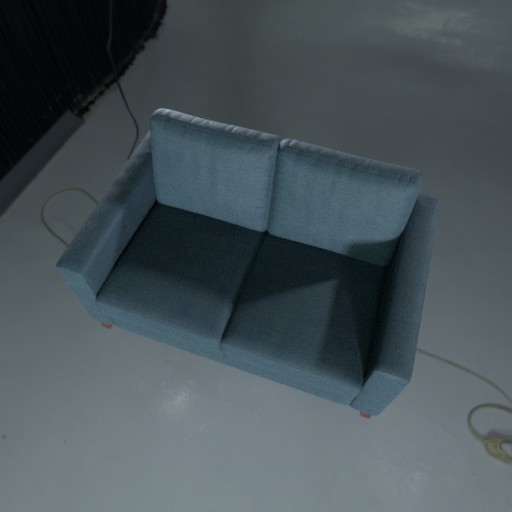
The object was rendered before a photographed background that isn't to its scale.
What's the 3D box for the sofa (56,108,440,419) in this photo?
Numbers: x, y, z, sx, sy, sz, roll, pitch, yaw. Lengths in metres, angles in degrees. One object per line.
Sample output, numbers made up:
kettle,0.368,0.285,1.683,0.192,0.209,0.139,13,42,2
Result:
sofa,0.000,0.000,2.099,1.489,0.903,0.955,16,59,10
